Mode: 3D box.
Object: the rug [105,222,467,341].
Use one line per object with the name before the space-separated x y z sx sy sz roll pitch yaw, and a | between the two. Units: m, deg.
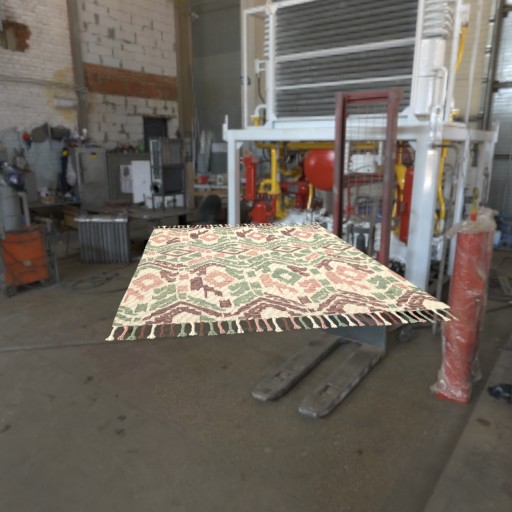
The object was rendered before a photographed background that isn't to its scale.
rug | 0.000 0.000 2.930 1.524 0.011 2.438 -2 14 -8
